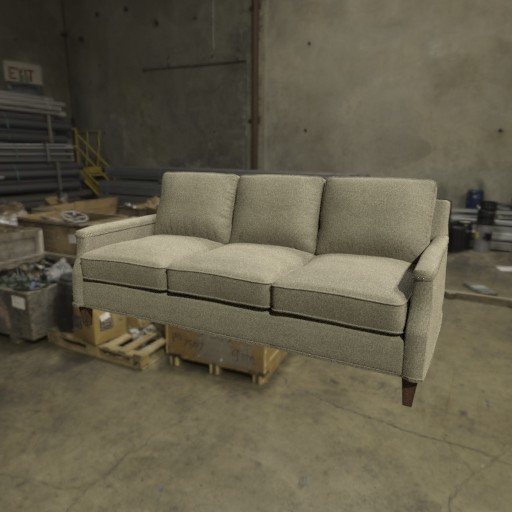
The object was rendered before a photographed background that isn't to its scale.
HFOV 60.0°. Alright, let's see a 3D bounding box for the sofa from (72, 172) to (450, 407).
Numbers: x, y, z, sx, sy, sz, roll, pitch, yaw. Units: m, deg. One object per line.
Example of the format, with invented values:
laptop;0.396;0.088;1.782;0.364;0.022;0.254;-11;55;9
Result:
sofa;0.000;0.000;2.852;2.246;1.003;1.084;7;15;27
